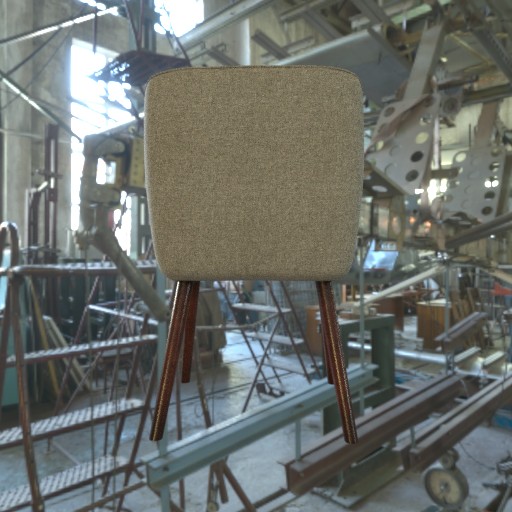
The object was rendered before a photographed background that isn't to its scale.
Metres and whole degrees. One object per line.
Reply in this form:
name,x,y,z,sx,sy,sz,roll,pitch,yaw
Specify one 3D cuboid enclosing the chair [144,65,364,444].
chair,0.000,0.000,1.173,0.543,0.803,0.519,0,0,2
